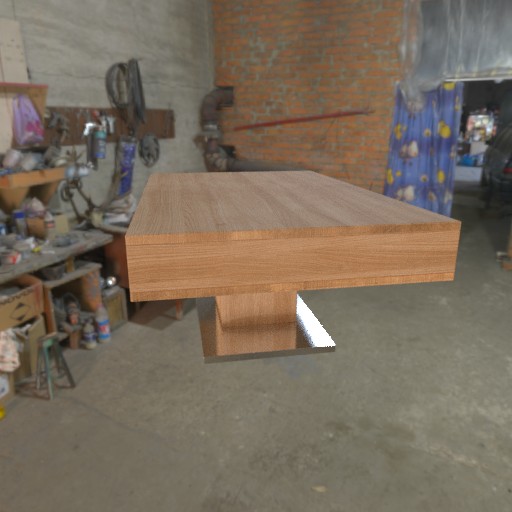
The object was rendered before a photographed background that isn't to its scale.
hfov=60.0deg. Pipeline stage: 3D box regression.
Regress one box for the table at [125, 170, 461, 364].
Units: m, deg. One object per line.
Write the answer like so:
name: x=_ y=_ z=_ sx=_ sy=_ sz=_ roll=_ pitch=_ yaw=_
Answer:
table: x=0.000 y=0.000 z=1.474 sx=0.700 sy=0.440 sz=1.100 roll=-3 pitch=17 yaw=-10
